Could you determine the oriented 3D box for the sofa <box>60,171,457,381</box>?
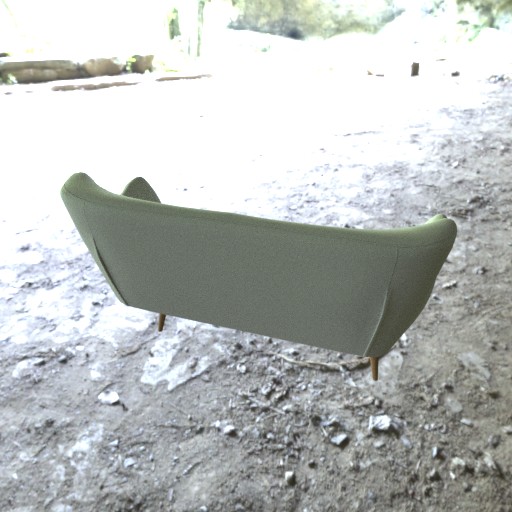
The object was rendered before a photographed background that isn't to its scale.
[{"bbox_3d":[0.000,0.000,2.391,1.930,0.890,0.899,9,32,15],"label":"sofa"}]
